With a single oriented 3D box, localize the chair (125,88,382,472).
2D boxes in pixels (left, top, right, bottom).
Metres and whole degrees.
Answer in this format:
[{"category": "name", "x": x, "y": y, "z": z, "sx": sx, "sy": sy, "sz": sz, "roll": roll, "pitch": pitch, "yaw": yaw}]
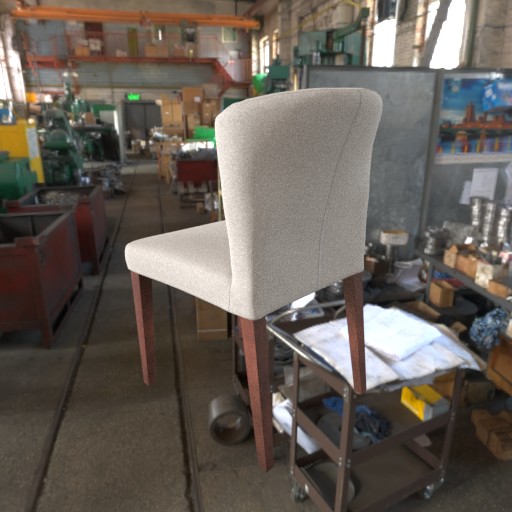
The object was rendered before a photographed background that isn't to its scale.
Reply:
[{"category": "chair", "x": 0.000, "y": 0.000, "z": 1.207, "sx": 0.592, "sy": 0.839, "sz": 0.491, "roll": 16, "pitch": 24, "yaw": 41}]
